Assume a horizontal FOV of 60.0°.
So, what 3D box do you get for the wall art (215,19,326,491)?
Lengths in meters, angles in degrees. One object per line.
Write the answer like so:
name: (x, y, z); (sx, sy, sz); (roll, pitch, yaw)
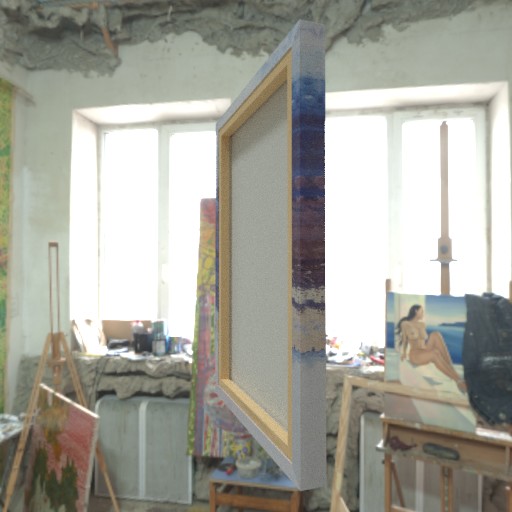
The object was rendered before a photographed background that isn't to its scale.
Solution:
wall art: (0.000, 0.000, 0.757); (0.036, 0.581, 0.437); (0, -1, -19)
